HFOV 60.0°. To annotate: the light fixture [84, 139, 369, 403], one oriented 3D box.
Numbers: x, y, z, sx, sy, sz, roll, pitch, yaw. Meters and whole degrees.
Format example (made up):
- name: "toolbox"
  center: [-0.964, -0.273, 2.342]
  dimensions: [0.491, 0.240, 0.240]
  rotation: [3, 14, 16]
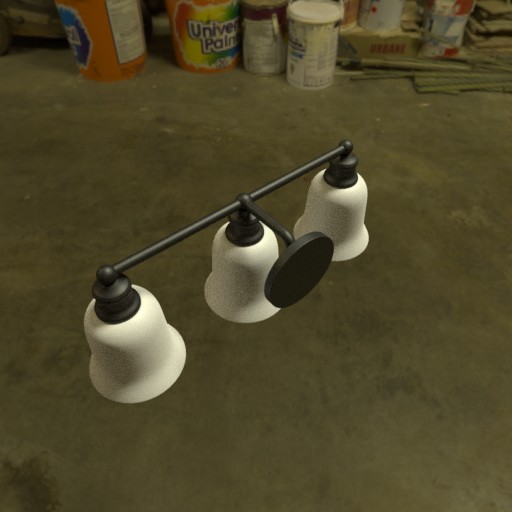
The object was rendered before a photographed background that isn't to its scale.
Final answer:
- name: "light fixture"
  center: [0.000, 0.000, 0.680]
  dimensions: [0.570, 0.211, 0.198]
  rotation: [-31, 54, -26]
